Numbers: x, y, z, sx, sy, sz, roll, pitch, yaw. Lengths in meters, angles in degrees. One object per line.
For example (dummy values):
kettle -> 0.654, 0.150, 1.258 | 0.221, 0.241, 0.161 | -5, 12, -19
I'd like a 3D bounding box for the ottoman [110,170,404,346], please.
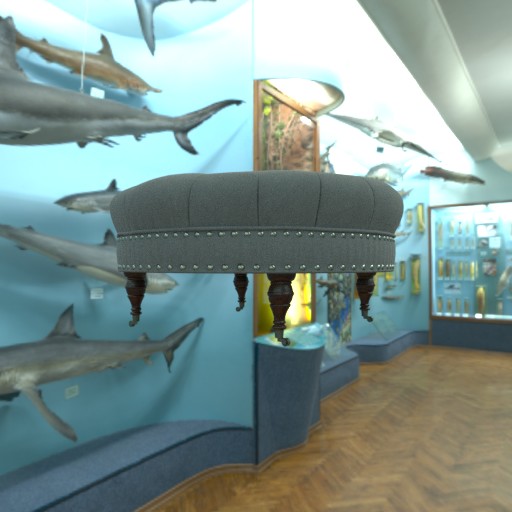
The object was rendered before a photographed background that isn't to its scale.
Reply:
ottoman -> 0.000, 0.000, 1.420 | 0.901, 0.439, 0.901 | 0, -1, 0
